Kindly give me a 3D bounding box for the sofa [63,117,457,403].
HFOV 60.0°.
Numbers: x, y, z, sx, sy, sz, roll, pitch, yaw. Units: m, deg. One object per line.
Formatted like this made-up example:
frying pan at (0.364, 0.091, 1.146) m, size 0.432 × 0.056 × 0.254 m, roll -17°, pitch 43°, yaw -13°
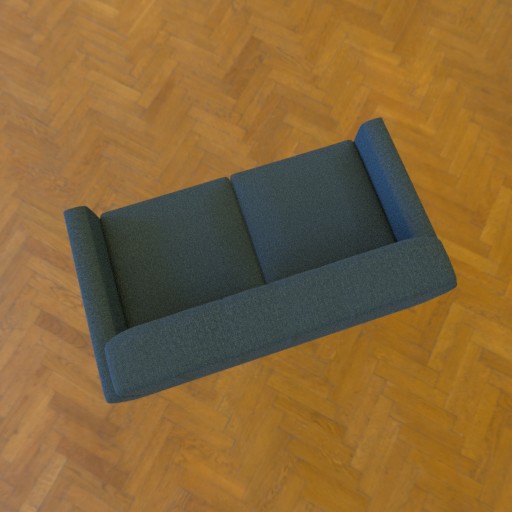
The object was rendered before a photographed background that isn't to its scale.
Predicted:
sofa at (0.000, 0.000, 2.205) m, size 1.651 × 0.896 × 0.942 m, roll -18°, pitch 75°, yaw -5°
